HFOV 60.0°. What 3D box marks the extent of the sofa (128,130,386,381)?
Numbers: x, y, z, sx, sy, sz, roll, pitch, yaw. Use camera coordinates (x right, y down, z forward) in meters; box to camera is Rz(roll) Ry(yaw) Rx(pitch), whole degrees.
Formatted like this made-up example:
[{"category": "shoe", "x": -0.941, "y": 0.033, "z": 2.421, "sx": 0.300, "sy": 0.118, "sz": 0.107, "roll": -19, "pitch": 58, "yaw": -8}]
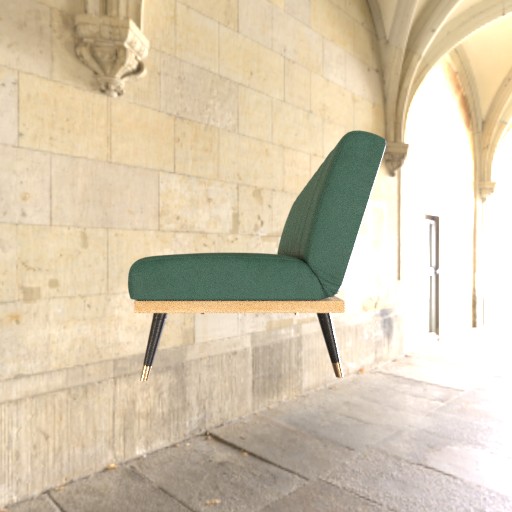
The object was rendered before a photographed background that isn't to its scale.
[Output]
[{"category": "sofa", "x": 0.000, "y": 0.000, "z": 2.294, "sx": 0.830, "sy": 0.820, "sz": 1.810, "roll": 0, "pitch": 0, "yaw": 0}]
